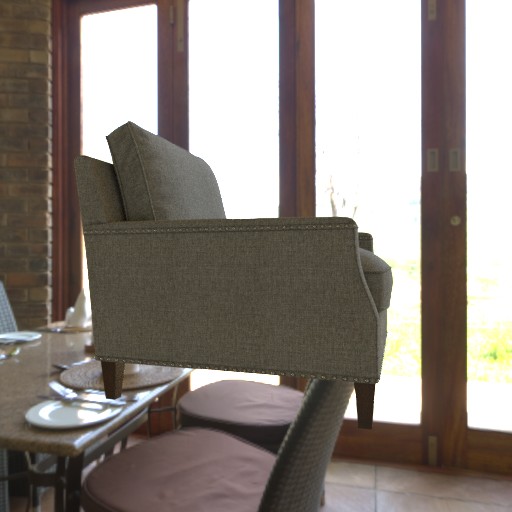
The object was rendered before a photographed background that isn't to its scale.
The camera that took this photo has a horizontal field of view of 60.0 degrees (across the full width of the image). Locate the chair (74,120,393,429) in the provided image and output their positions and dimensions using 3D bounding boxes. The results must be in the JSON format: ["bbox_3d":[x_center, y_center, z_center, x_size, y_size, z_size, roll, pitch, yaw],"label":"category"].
[{"bbox_3d":[0.000,0.000,1.719,1.014,0.943,0.853,0,0,18],"label":"chair"}]
